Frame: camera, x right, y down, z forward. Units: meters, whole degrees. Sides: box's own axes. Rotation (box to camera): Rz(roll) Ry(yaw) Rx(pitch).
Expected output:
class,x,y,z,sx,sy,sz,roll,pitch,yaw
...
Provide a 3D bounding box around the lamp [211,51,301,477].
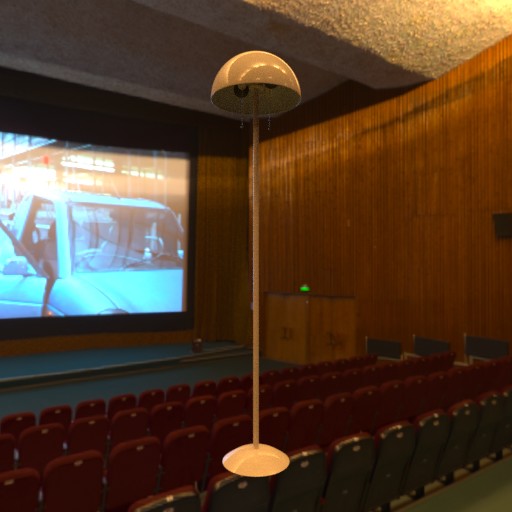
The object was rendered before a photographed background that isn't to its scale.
class,x,y,z,sx,sy,sz,roll,pitch,yaw
lamp,0.000,0.000,1.610,0.328,1.480,0.328,0,-1,-36
